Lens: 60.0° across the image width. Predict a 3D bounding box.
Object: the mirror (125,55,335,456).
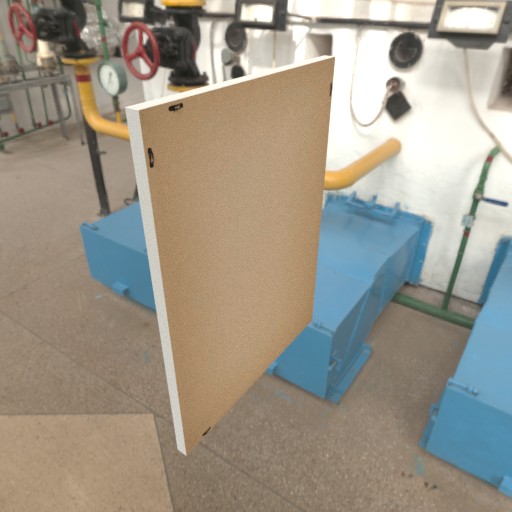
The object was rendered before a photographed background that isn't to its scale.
[{"bbox_3d":[0.000,0.000,1.328,0.041,1.016,0.762,21,38,29],"label":"mirror"}]
